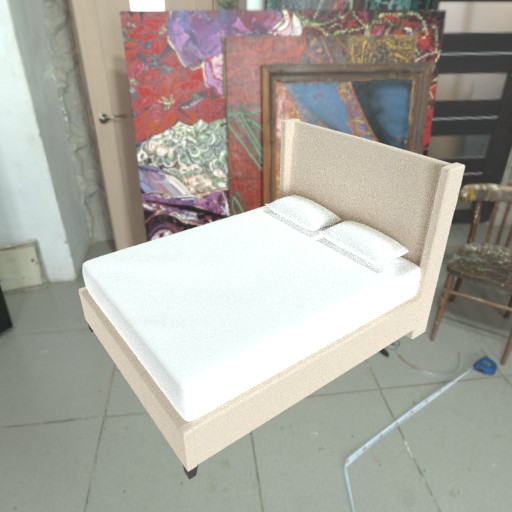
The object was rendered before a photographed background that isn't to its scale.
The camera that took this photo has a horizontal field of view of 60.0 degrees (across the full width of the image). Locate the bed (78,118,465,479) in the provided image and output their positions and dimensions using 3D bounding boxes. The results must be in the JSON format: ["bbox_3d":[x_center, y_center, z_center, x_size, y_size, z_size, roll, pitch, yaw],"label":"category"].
[{"bbox_3d":[0.000,0.000,3.430,2.293,1.471,1.778,-20,36,-31],"label":"bed"}]
